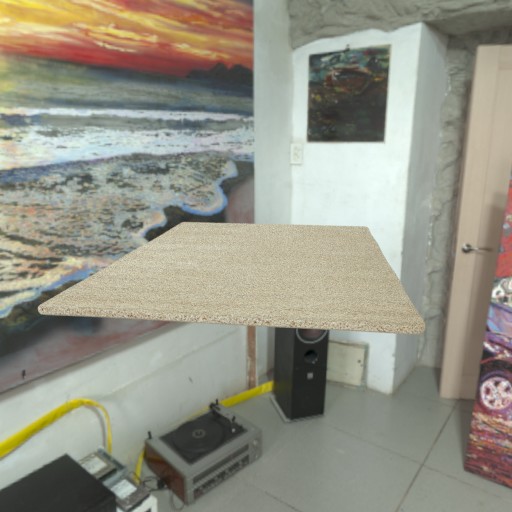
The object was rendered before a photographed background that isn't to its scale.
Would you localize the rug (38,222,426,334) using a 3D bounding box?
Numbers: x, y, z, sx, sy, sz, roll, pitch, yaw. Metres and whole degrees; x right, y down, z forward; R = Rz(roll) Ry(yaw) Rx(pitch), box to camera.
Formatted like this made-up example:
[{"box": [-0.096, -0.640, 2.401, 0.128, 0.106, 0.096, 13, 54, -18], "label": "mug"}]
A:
[{"box": [0.000, 0.000, 2.099, 1.199, 0.025, 1.600, 2, 14, 7], "label": "rug"}]
